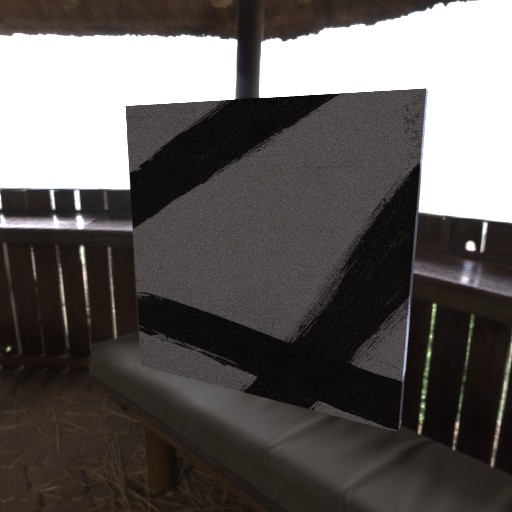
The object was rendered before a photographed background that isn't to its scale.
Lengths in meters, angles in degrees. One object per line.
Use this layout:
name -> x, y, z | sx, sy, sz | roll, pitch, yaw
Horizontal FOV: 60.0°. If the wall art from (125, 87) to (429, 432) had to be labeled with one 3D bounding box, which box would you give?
wall art -> 0.000, 0.000, 1.137 | 0.765, 0.765, 0.046 | 6, 15, 25
